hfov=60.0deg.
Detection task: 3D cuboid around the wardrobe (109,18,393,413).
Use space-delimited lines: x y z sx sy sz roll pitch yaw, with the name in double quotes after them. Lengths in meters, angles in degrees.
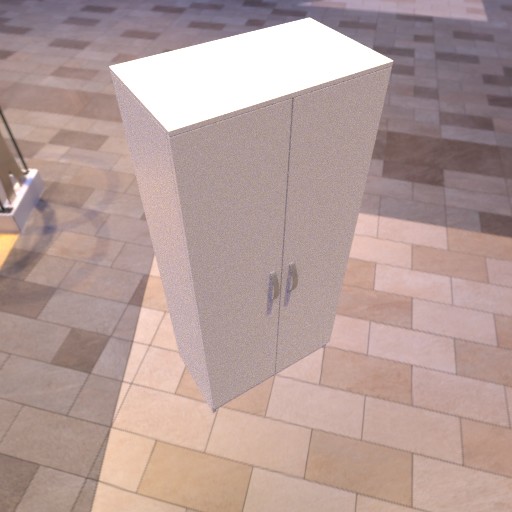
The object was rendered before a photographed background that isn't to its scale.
0.000 0.000 1.972 0.760 1.700 0.470 -25 52 -21 "wardrobe"
